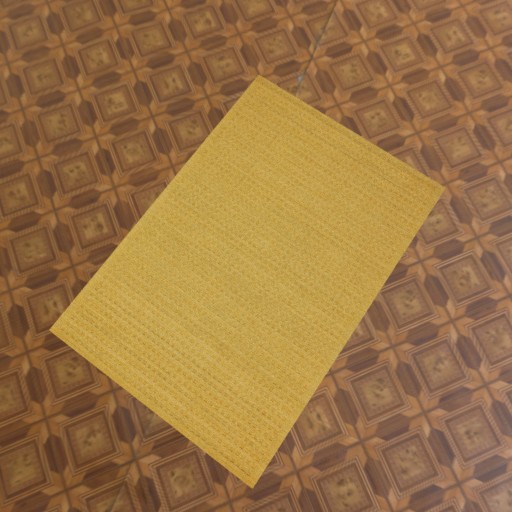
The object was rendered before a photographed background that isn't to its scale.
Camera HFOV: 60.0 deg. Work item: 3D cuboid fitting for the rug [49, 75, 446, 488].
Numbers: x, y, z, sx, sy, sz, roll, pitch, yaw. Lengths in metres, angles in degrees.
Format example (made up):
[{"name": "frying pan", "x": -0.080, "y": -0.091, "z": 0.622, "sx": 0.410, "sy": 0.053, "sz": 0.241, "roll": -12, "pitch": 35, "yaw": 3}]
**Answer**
[{"name": "rug", "x": 0.000, "y": 0.000, "z": 3.684, "sx": 1.981, "sy": 0.006, "sz": 2.895, "roll": 34, "pitch": 78, "yaw": 9}]
